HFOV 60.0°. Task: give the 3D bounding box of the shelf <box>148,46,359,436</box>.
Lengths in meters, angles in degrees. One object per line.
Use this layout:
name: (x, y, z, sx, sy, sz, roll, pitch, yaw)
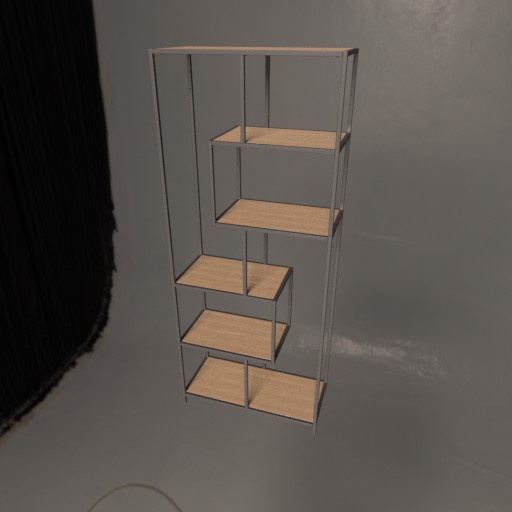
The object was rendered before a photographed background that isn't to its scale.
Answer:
shelf: (0.000, 0.000, 2.180, 0.770, 1.850, 0.350, 8, 28, 16)
